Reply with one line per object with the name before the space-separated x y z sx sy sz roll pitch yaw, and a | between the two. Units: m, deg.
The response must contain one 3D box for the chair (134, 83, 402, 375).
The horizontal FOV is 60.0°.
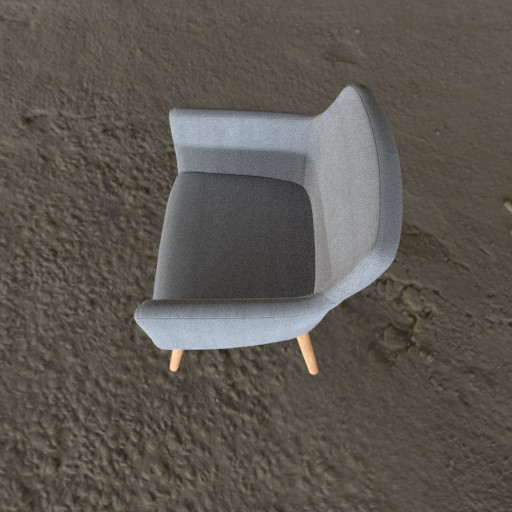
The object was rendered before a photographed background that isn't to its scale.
chair | 0.000 0.000 1.163 0.540 0.780 0.570 1 60 1
